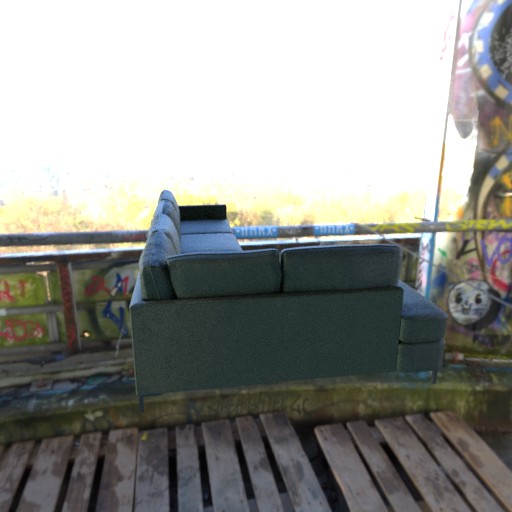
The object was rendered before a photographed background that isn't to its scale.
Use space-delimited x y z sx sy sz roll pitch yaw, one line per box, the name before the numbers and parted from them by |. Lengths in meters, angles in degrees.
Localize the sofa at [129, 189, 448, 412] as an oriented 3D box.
sofa | 0.000 0.000 4.355 2.048 0.996 3.384 -3 17 -9
